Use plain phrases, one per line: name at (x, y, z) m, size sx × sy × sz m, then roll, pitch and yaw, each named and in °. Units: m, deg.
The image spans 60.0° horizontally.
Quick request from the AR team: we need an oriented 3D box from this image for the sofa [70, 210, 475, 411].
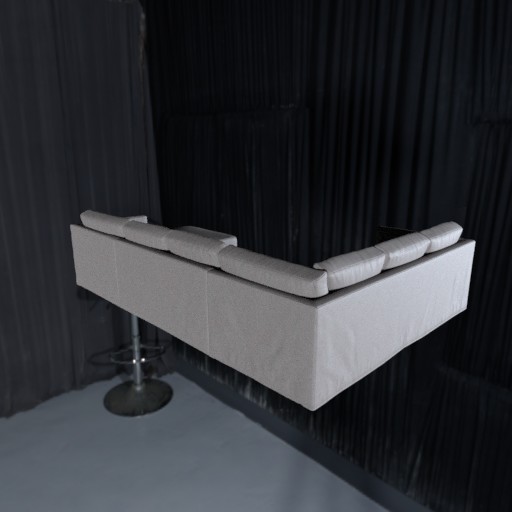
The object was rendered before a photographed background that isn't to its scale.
sofa at (0.000, 0.000, 4.605) m, size 2.427 × 0.882 × 3.460 m, roll -15°, pitch 21°, yaw -43°
